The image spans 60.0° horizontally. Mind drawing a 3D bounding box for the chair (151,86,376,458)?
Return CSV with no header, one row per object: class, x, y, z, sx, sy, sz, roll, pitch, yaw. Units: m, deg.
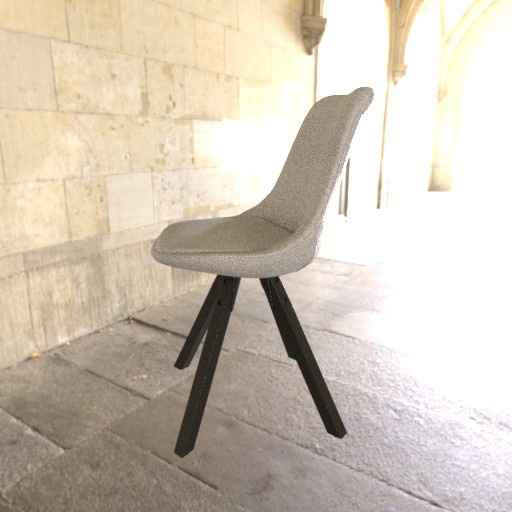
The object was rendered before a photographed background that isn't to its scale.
chair,0.000,0.000,1.199,0.550,0.850,0.485,-3,15,-10
